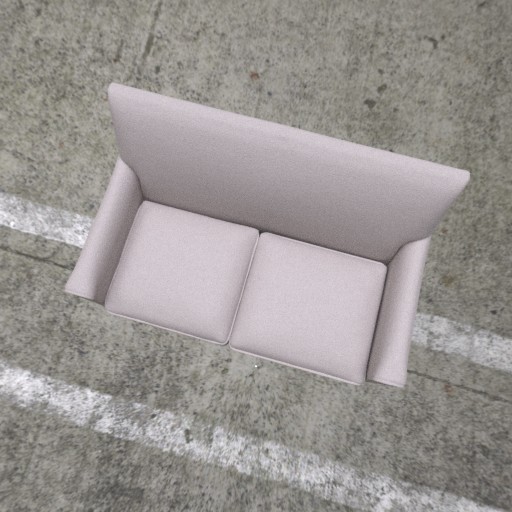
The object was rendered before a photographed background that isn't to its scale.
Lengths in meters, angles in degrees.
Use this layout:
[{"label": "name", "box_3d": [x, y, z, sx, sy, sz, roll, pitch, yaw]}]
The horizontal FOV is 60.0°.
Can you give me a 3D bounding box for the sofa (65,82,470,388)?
[{"label": "sofa", "box_3d": [0.000, 0.000, 2.076, 1.482, 0.890, 0.888, 15, 77, 4]}]
